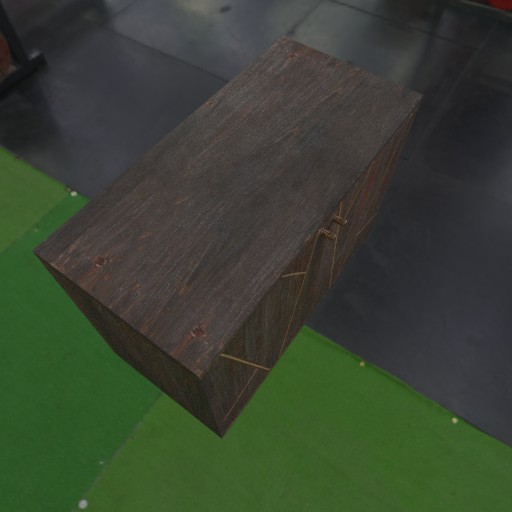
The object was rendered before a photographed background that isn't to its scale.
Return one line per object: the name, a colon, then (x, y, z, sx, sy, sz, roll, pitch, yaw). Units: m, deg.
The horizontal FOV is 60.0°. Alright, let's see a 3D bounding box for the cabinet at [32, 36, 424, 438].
cabinet: (0.000, 0.000, 1.531, 0.529, 0.897, 1.023, 32, 64, 18)
